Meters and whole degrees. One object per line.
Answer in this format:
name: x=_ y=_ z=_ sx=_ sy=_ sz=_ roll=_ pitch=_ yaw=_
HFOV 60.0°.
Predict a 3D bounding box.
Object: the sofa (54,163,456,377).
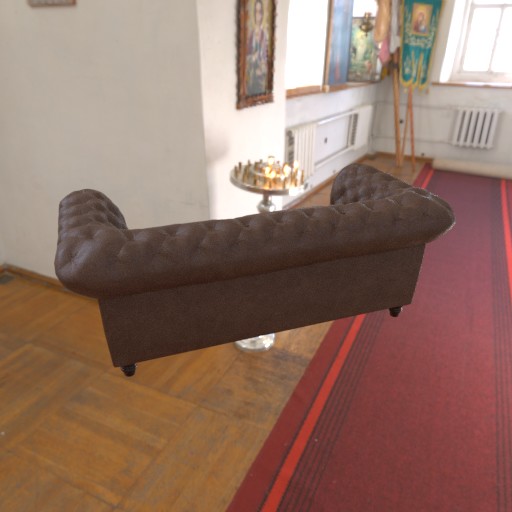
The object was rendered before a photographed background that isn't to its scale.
sofa: x=0.000 y=0.000 z=2.554 sx=2.048 sy=0.784 sz=0.955 roll=-9 pitch=27 yaw=-18
